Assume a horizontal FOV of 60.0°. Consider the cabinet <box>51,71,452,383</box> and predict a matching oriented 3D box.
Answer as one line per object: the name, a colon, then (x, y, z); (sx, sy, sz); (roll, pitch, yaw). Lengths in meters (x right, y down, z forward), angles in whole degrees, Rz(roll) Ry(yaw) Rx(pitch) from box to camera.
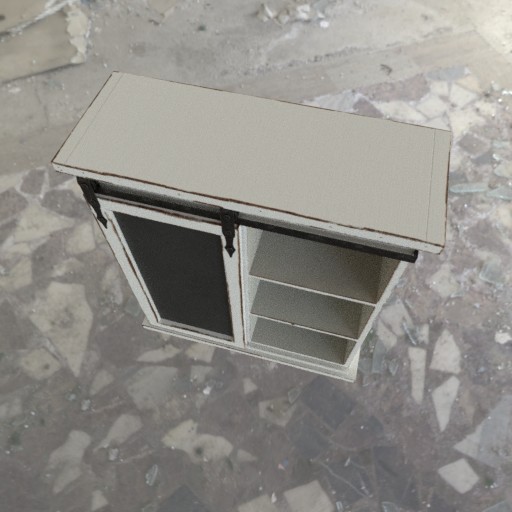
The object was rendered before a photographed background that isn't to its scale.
cabinet: (0.000, 0.000, 0.894); (0.541, 0.603, 0.210); (13, 59, 8)
